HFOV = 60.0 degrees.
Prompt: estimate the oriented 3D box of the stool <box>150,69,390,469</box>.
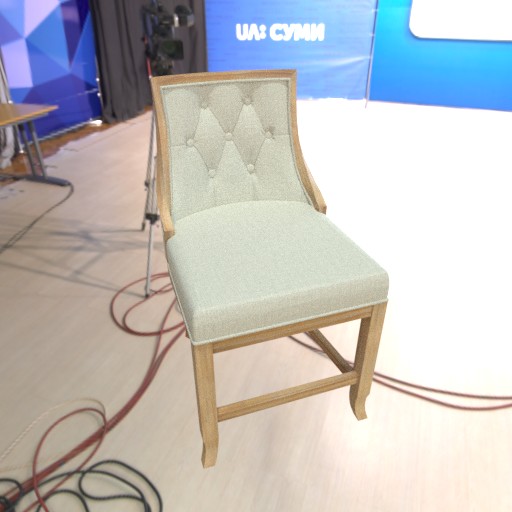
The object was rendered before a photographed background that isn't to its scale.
[{"bbox_3d":[0.000,0.000,1.317,0.524,0.938,0.626,-10,33,-16],"label":"stool"}]
